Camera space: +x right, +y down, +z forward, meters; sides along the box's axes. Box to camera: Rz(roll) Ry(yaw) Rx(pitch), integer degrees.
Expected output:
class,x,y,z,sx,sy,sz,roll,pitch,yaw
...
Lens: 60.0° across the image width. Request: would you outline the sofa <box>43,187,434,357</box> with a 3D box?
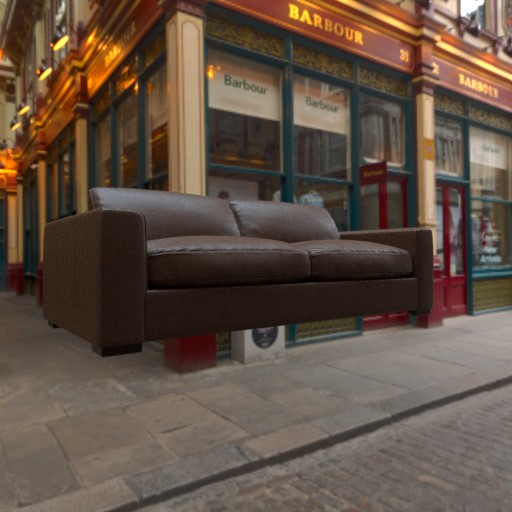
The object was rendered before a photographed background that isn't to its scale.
class,x,y,z,sx,sy,sz,roll,pitch,yaw
sofa,0.000,0.000,2.774,2.262,0.801,1.070,0,0,-36
